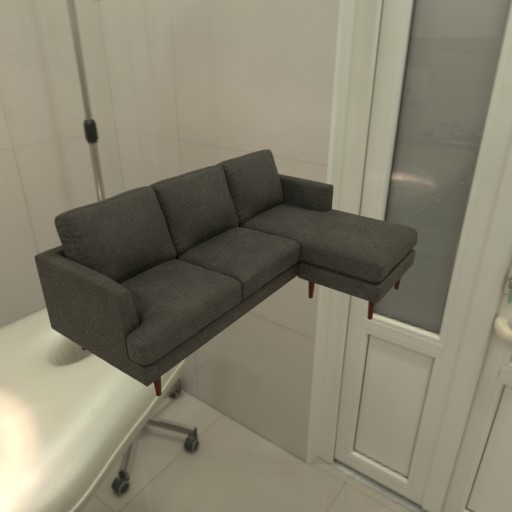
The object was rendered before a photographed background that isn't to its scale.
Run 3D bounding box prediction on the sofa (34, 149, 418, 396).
[{"bbox_3d":[0.000,0.000,2.994,1.504,0.956,2.233,18,31,32],"label":"sofa"}]
